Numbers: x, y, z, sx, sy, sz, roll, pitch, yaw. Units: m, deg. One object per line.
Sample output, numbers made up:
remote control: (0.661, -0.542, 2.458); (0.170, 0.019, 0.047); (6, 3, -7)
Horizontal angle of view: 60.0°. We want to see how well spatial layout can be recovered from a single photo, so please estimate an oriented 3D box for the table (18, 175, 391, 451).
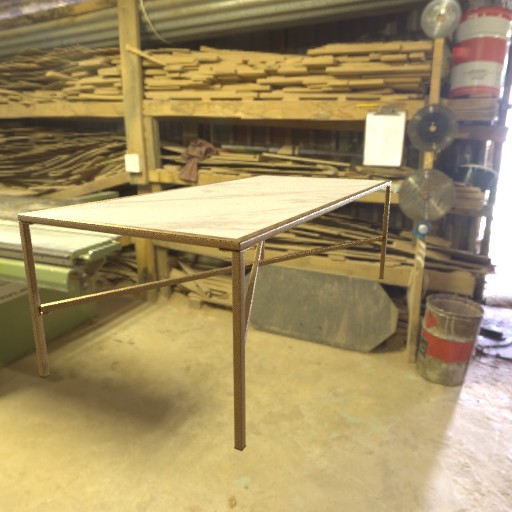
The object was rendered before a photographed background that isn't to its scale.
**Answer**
table: (0.000, 0.000, 1.423); (0.577, 0.405, 1.197); (8, 17, 27)
